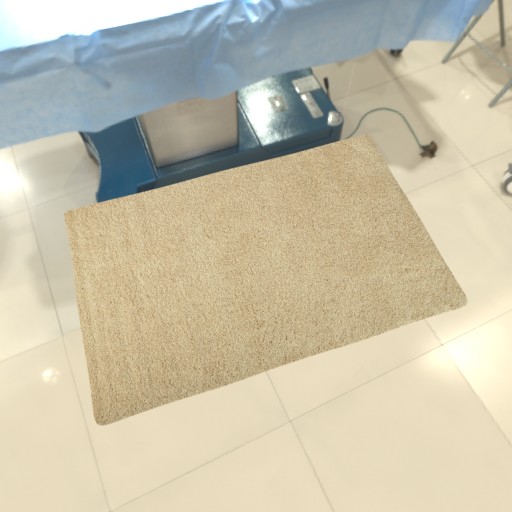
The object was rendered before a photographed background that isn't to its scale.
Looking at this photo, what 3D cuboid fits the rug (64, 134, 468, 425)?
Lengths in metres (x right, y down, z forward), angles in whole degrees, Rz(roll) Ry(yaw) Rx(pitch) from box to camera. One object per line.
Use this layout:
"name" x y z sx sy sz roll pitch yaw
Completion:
"rug" 0.000 0.000 2.952 2.349 0.025 1.500 -16 63 -8
